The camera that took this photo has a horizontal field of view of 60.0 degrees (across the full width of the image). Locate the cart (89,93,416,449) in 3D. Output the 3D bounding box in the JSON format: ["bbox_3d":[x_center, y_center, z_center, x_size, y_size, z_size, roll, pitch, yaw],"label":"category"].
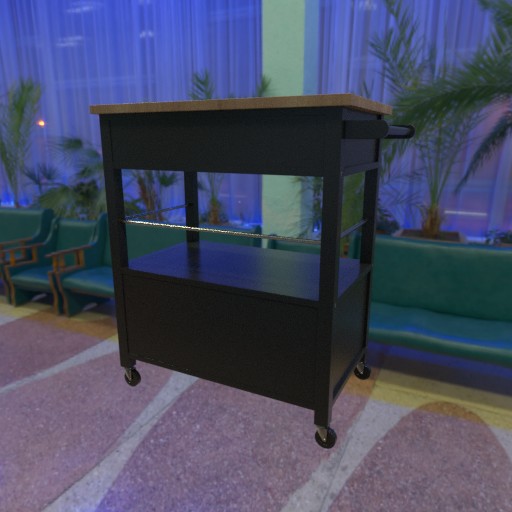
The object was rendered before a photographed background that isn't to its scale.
[{"bbox_3d":[0.000,0.000,1.398,0.840,0.901,0.459,7,17,26],"label":"cart"}]
